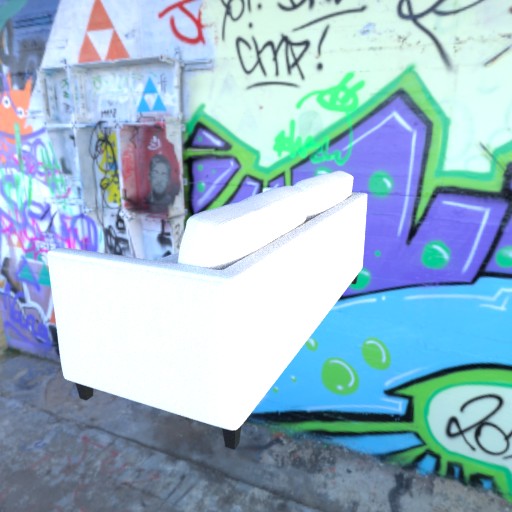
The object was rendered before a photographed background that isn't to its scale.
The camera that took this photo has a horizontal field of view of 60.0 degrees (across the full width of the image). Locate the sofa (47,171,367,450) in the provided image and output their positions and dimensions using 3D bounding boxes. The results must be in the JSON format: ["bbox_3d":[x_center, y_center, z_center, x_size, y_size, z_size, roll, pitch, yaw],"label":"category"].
[{"bbox_3d":[0.000,0.000,2.864,0.948,0.965,2.434,7,18,24],"label":"sofa"}]
